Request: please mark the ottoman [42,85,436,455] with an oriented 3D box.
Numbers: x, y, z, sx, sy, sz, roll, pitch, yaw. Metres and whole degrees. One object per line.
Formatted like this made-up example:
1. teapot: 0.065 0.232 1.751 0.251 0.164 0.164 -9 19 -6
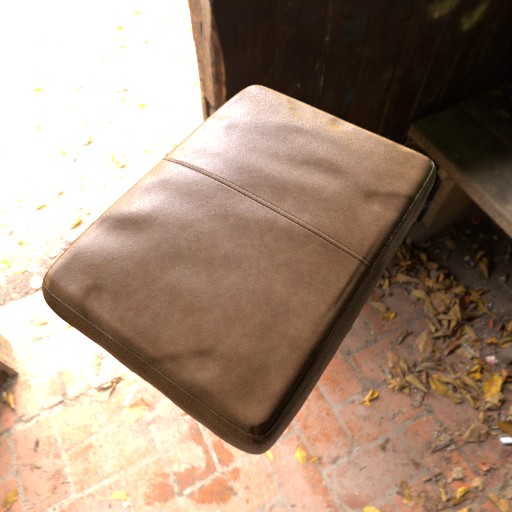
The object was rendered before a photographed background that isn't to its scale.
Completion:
1. ottoman: 0.000 0.000 1.193 0.630 0.461 0.869 30 62 18
